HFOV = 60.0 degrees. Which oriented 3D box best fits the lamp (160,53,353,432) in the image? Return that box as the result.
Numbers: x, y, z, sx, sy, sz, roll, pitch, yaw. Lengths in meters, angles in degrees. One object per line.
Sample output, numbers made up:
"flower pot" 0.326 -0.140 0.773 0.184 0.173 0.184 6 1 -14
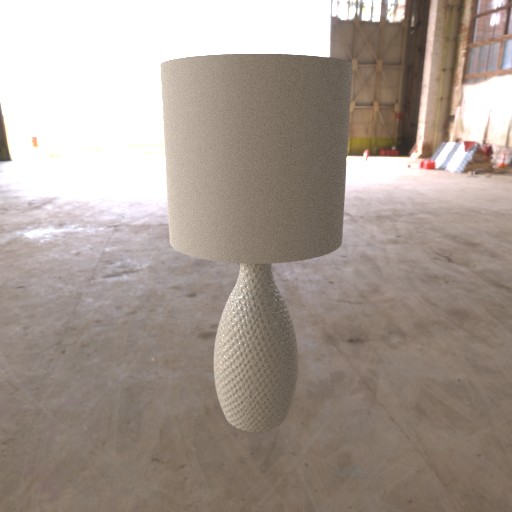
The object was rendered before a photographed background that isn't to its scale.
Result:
"lamp" 0.000 0.000 0.569 0.214 0.466 0.214 3 17 8
